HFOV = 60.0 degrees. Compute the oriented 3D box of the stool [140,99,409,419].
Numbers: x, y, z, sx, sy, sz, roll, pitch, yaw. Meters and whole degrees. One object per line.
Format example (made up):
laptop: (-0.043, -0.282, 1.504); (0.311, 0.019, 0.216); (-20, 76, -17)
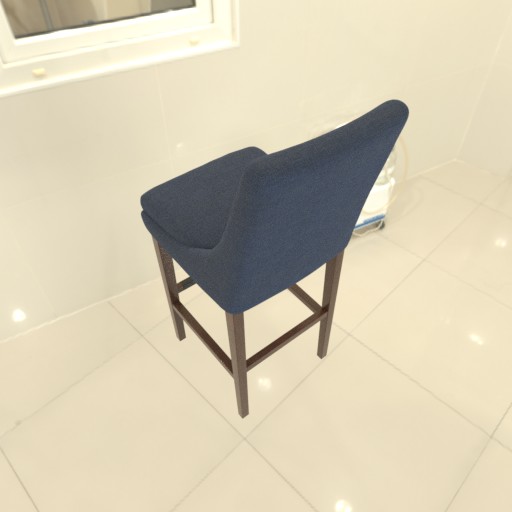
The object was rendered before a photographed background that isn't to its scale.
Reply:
stool: (0.000, 0.000, 1.363); (0.470, 1.078, 0.577); (-29, 52, -26)
